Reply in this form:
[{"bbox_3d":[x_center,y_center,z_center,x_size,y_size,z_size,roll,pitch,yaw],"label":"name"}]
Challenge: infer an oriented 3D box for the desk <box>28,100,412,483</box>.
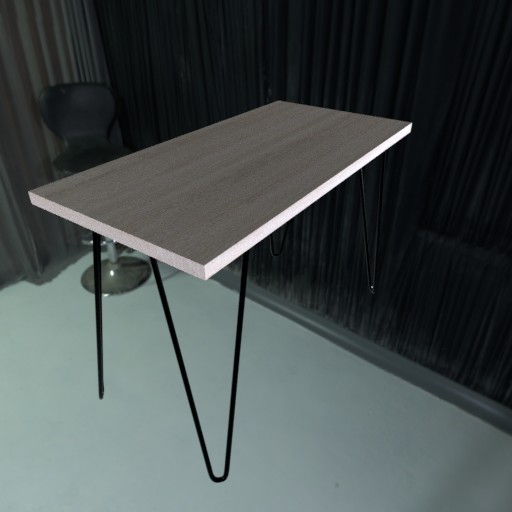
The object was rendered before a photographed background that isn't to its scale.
[{"bbox_3d":[0.000,0.000,1.349,0.499,0.660,0.991,21,38,29],"label":"desk"}]
